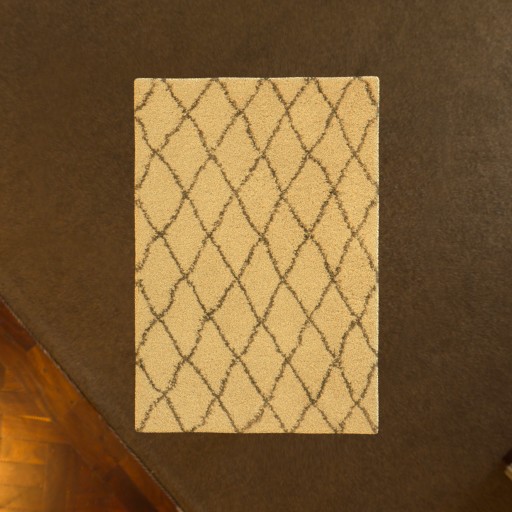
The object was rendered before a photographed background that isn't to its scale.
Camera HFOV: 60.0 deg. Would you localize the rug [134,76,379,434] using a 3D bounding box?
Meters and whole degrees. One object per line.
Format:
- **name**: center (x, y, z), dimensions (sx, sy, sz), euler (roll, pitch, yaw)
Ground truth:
- **rug**: center (0.000, 0.000, 2.221), dimensions (1.219, 0.030, 1.778), euler (0, 91, 1)
